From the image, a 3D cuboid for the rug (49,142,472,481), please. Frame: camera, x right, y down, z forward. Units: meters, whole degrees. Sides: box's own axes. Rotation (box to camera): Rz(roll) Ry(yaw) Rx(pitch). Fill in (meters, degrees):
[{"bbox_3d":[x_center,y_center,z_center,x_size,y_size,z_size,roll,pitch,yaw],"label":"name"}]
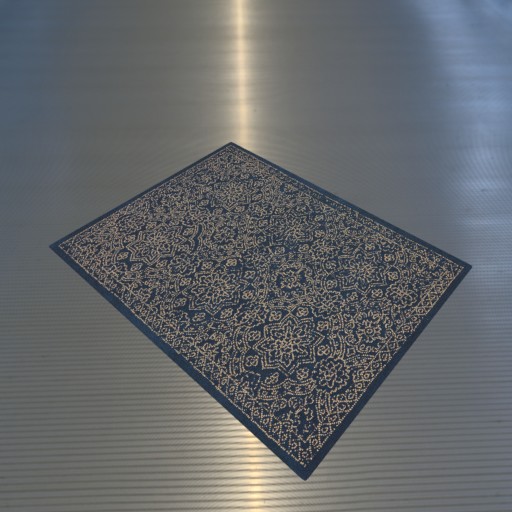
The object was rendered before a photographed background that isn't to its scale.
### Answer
[{"bbox_3d":[0.000,0.000,4.062,3.048,0.010,2.438,33,55,28],"label":"rug"}]
